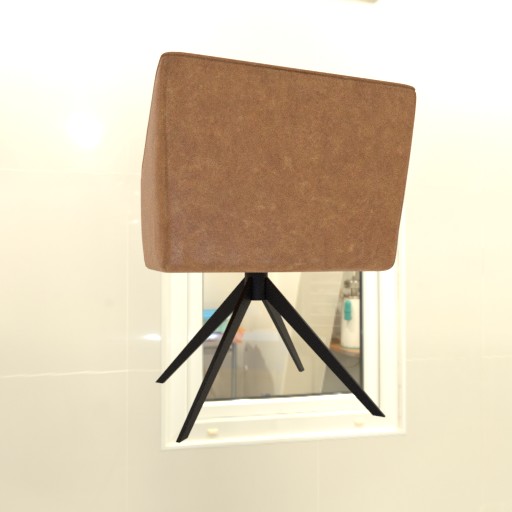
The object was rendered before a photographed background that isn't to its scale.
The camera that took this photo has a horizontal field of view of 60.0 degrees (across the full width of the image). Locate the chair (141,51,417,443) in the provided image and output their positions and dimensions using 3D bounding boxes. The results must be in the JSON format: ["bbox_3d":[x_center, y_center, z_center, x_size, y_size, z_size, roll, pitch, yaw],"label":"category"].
[{"bbox_3d":[0.000,0.000,1.200,0.588,0.760,0.625,0,-1,-18],"label":"chair"}]
